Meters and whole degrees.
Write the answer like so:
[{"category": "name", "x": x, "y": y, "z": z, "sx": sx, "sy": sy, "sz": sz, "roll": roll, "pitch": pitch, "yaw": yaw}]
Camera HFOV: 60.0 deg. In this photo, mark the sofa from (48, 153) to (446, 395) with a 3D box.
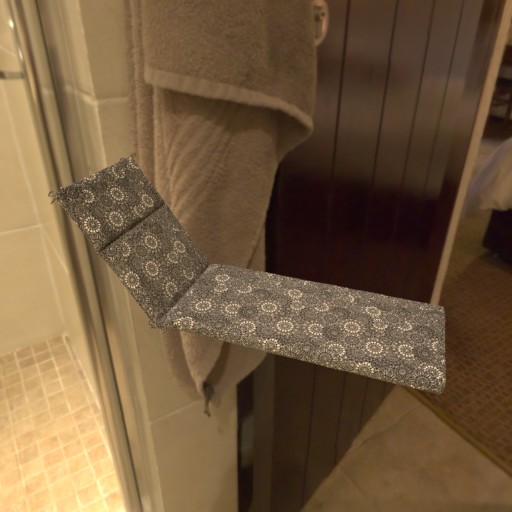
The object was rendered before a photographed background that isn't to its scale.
[{"category": "sofa", "x": 0.000, "y": 0.000, "z": 1.949, "sx": 1.663, "sy": 0.622, "sz": 0.582, "roll": 10, "pitch": 31, "yaw": 17}]
